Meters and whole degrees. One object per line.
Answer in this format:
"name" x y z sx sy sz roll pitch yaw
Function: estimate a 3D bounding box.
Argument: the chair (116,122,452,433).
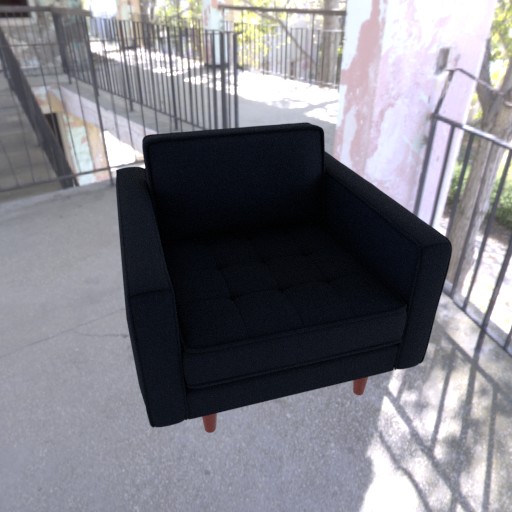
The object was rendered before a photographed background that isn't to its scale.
"chair" 0.000 0.000 1.570 0.899 0.770 0.920 -9 32 -14
